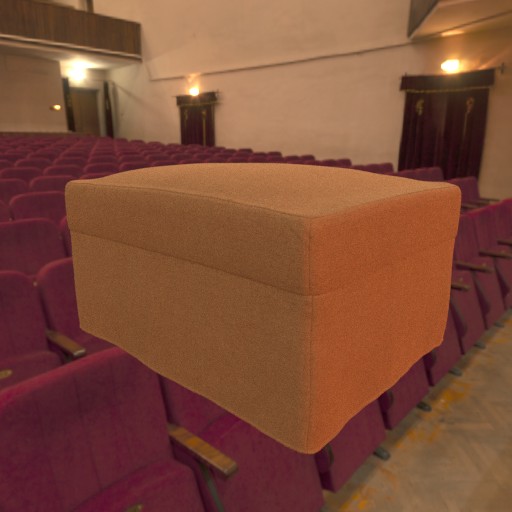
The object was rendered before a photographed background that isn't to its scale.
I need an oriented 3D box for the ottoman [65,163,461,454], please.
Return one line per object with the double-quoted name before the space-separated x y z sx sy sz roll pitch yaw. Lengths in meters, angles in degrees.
"ottoman" 0.000 0.000 1.193 0.833 0.485 0.650 13 19 41
